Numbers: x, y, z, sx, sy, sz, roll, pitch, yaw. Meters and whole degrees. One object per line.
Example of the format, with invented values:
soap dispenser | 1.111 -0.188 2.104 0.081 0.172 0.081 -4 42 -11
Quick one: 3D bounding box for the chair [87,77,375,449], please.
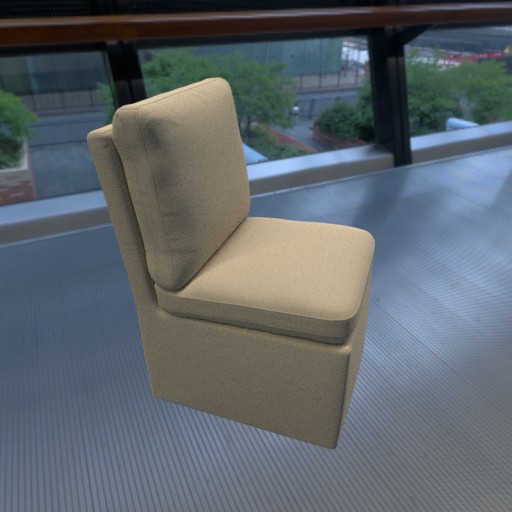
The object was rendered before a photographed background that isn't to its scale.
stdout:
chair | 0.000 0.000 1.330 0.698 0.927 0.503 10 31 17
